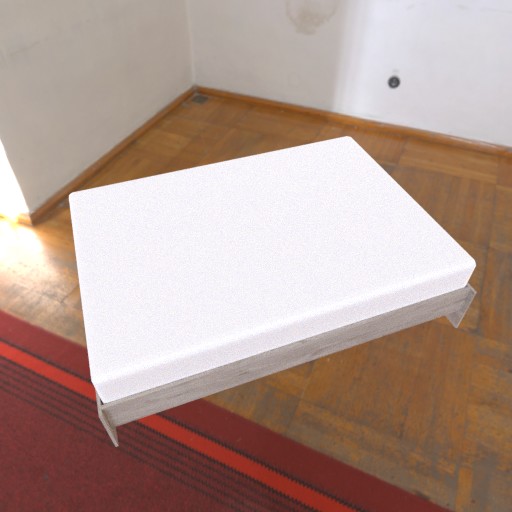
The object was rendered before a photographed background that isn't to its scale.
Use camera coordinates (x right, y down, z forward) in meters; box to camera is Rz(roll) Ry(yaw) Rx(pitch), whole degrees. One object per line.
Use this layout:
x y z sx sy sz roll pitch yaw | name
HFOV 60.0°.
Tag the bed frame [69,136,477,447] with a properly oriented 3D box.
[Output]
0.000 0.000 2.621 1.945 0.497 1.445 -15 47 -14 | bed frame
